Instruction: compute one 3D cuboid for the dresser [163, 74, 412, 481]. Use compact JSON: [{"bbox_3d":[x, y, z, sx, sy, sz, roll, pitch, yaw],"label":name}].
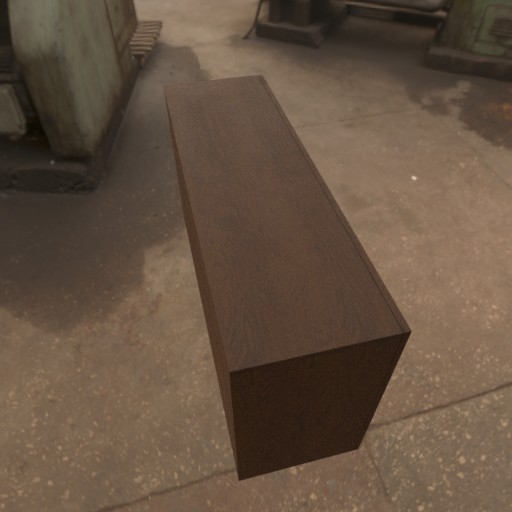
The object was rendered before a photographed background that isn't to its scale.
[{"bbox_3d":[0.000,0.000,1.927,0.512,0.889,1.523,-10,47,-10],"label":"dresser"}]
